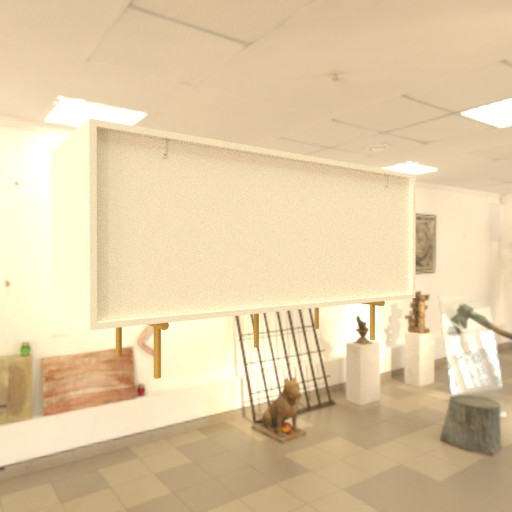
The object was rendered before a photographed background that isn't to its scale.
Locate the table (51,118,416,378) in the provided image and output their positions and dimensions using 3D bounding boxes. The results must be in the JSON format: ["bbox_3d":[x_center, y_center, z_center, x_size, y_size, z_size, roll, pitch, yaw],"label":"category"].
[{"bbox_3d":[0.000,0.000,1.868,1.500,0.769,0.508,0,1,-36],"label":"table"}]
